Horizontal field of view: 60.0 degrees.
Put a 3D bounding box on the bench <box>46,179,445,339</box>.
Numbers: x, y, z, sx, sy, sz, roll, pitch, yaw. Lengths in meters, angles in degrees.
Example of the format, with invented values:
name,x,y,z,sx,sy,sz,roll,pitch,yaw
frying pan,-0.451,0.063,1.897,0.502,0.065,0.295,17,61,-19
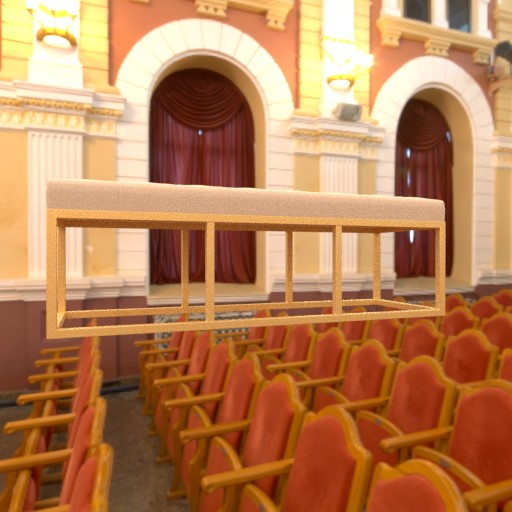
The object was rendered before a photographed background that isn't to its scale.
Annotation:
name,x,y,z,sx,sy,sz,roll,pitch,yaw
bench,0.000,0.000,1.757,1.473,0.484,0.457,0,0,-20
